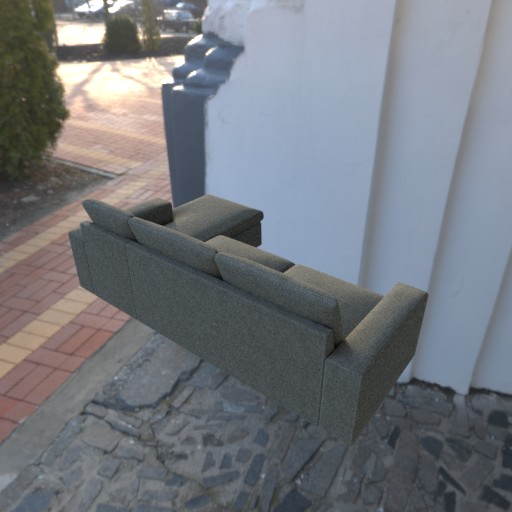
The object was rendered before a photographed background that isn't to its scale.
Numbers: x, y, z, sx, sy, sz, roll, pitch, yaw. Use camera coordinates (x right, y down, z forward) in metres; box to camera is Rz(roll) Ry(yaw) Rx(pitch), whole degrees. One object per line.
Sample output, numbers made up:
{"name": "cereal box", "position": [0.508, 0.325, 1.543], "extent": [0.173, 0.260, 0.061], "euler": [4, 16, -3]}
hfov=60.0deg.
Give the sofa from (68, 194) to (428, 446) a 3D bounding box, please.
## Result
{"name": "sofa", "position": [0.000, 0.000, 3.644], "extent": [2.718, 0.940, 1.689], "euler": [21, 36, 32]}
